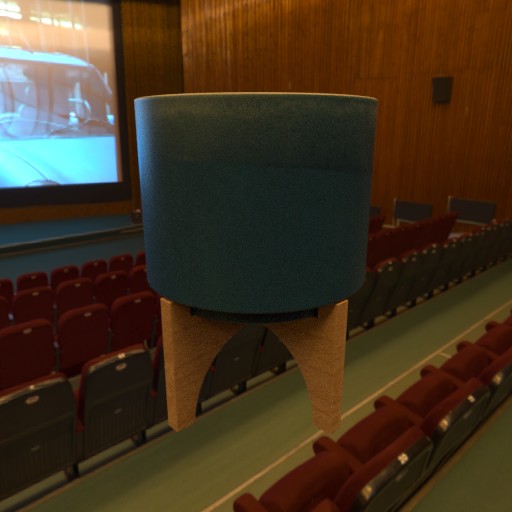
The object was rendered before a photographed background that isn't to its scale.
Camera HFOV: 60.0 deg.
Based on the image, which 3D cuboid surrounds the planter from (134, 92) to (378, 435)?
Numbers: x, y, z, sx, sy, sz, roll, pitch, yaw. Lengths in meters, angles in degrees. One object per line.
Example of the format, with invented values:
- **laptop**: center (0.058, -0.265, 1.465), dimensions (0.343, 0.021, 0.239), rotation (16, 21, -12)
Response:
- **planter**: center (0.000, 0.000, 0.398), dimensions (0.192, 0.263, 0.192), rotation (0, 16, 0)
